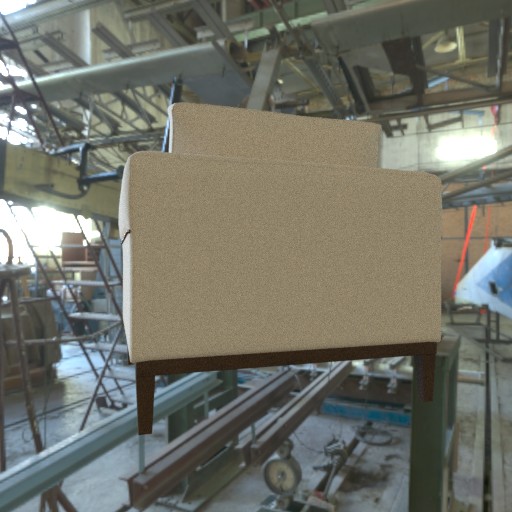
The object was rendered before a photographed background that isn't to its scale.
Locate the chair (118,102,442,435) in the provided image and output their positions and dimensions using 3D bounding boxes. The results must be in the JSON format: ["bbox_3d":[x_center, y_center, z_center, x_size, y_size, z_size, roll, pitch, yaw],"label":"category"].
[{"bbox_3d":[0.000,0.000,1.660,0.982,0.915,0.896,0,-1,-18],"label":"chair"}]
